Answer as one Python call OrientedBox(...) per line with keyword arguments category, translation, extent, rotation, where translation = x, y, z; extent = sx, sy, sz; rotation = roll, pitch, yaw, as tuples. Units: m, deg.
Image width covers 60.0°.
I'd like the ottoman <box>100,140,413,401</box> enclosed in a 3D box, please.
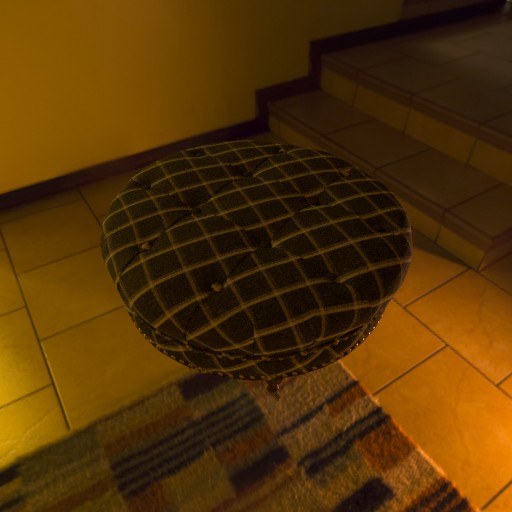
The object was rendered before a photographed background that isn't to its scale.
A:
OrientedBox(category="ottoman", translation=(0.000, 0.000, 1.410), extent=(0.901, 0.439, 0.901), rotation=(0, 42, 0))
